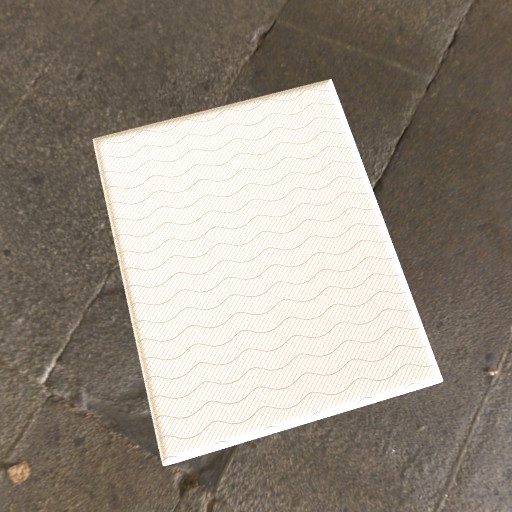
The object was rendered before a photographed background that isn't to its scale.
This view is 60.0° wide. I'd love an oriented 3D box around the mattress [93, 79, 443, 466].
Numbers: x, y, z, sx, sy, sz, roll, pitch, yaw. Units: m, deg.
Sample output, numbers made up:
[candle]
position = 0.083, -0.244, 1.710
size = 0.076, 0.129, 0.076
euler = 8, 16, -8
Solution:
[mattress]
position = 0.000, 0.000, 2.738
size = 1.600, 0.230, 2.000
euler = -15, 77, -4
